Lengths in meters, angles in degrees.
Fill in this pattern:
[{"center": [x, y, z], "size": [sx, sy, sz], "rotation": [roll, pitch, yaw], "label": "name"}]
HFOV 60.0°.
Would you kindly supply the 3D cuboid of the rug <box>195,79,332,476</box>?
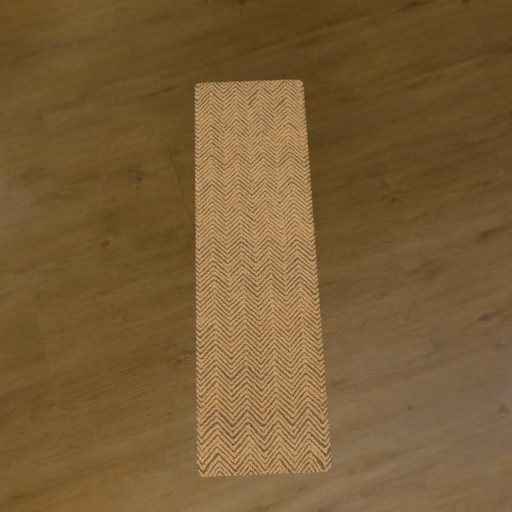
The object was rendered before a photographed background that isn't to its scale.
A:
[{"center": [0.000, 0.000, 2.532], "size": [0.686, 0.008, 2.286], "rotation": [-2, 76, -1], "label": "rug"}]
